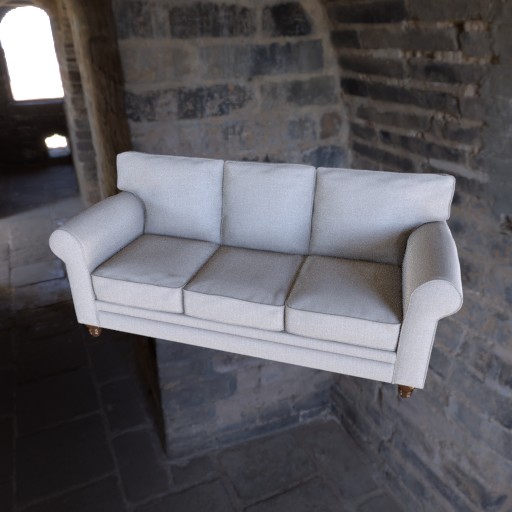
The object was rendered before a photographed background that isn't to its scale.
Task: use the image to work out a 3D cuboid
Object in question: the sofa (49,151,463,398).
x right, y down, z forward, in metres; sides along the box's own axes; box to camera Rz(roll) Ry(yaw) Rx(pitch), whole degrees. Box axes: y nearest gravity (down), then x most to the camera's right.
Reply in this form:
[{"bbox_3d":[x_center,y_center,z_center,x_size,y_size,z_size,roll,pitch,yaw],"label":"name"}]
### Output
[{"bbox_3d":[0.000,0.000,2.539,2.084,0.961,0.916,7,27,15],"label":"sofa"}]
